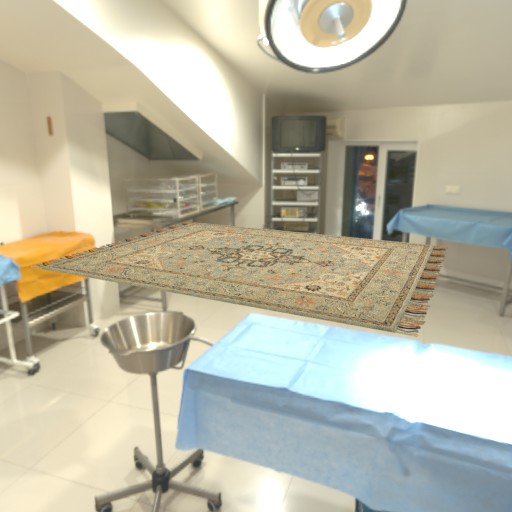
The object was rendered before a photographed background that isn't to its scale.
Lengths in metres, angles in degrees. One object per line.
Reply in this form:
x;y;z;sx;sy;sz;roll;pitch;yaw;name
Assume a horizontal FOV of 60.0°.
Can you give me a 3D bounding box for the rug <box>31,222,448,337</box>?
0.000;0.000;2.252;1.730;0.009;1.278;7;16;25;rug
